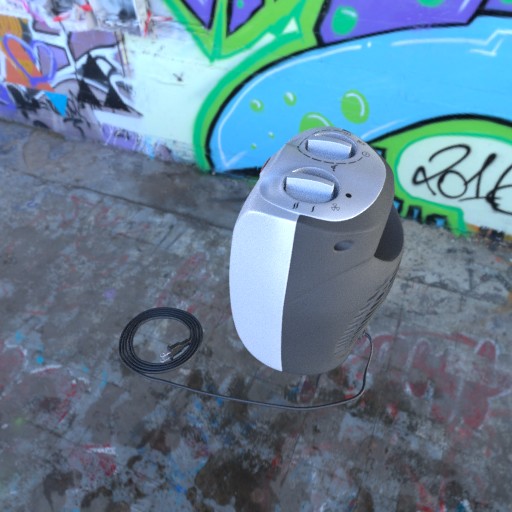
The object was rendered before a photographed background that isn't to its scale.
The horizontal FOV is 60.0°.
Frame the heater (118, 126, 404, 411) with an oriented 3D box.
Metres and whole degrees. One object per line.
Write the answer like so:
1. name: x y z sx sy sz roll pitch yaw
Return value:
1. heater: 0.000 0.000 0.468 0.291 0.240 0.239 16 49 15
